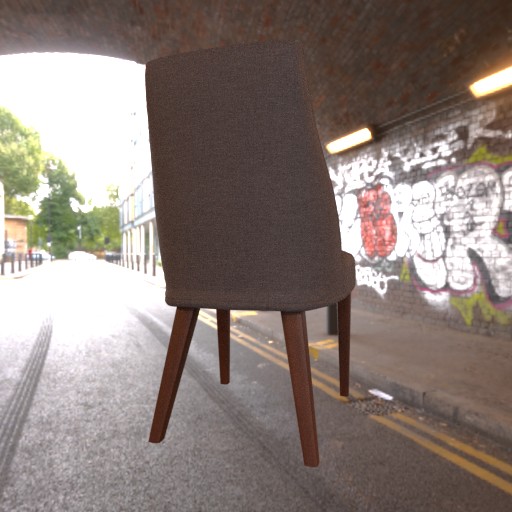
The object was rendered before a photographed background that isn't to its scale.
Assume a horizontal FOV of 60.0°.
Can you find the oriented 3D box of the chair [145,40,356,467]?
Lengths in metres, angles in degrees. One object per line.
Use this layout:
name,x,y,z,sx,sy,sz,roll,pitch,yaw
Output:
chair,0.000,0.000,1.243,0.500,0.930,0.620,0,1,18
